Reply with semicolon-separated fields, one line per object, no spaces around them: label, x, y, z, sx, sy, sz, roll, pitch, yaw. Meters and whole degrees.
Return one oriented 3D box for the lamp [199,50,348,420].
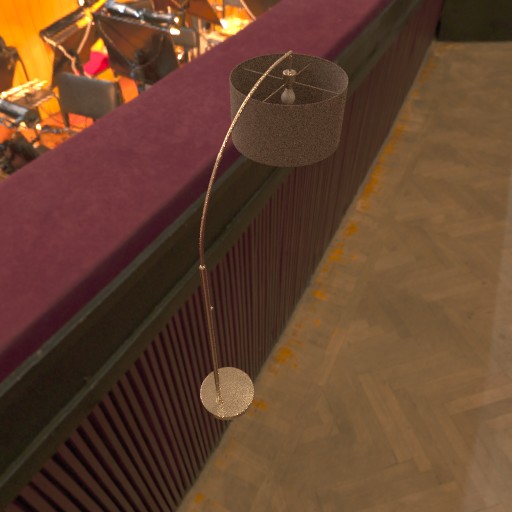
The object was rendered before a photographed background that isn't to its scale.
lamp;0.000;0.000;2.109;0.452;1.735;0.934;24;51;21
